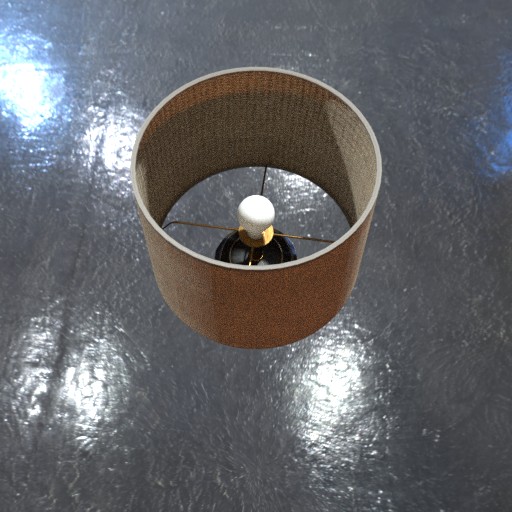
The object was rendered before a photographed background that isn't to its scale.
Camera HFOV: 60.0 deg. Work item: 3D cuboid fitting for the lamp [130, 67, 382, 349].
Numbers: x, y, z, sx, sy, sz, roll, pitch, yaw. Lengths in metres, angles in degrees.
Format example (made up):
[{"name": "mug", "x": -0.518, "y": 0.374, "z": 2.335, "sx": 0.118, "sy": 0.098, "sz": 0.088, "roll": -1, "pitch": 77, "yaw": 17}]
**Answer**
[{"name": "lamp", "x": 0.000, "y": 0.000, "z": 0.842, "sx": 0.376, "sy": 0.594, "sz": 0.376, "roll": 0, "pitch": 64, "yaw": 0}]
